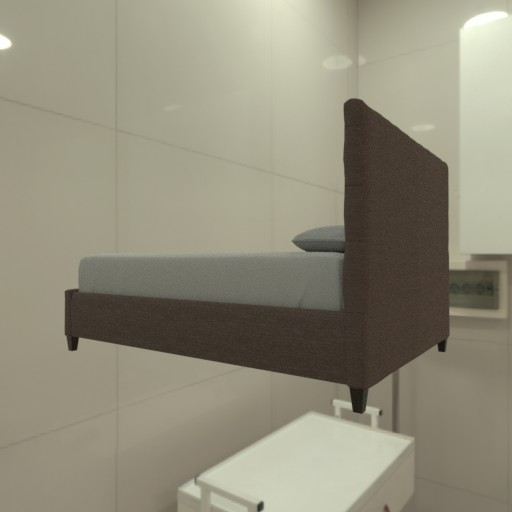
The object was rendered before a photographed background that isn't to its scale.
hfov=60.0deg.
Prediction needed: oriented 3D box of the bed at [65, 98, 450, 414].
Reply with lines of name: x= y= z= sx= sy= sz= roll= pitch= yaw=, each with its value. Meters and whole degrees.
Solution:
bed: x=0.000 y=0.000 z=3.335 sx=2.387 sy=1.427 sz=1.698 roll=0 pitch=0 yaw=36
